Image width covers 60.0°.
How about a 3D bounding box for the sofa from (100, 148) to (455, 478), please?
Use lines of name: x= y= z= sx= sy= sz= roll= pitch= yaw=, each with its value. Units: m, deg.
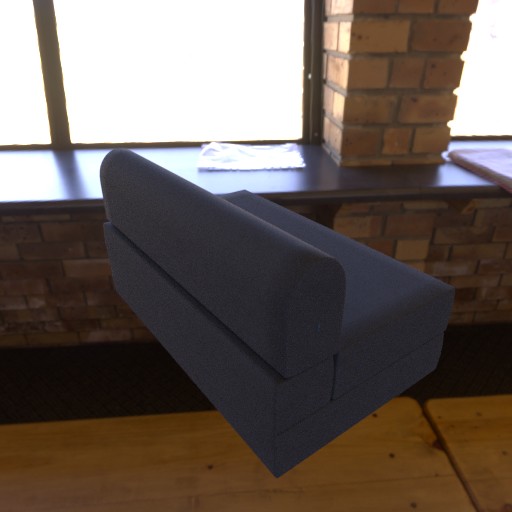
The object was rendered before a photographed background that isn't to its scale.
sofa: x=0.000 y=0.000 z=1.686 sx=0.762 sy=0.660 sz=1.219 roll=-19 pitch=33 yaw=-32
